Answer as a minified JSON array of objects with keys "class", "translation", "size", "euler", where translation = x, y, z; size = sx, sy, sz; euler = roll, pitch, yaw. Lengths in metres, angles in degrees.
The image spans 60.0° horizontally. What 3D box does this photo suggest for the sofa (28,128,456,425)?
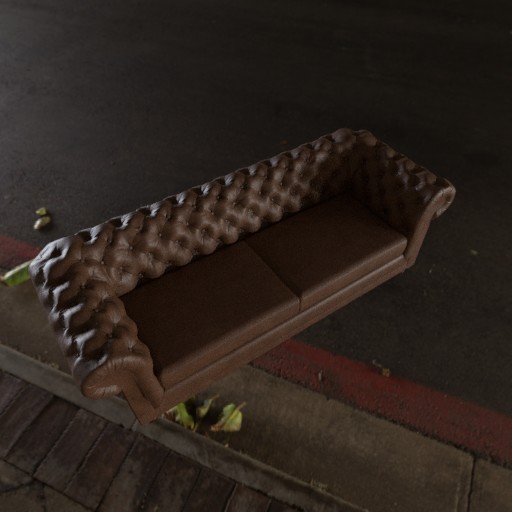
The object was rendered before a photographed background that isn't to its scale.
[{"class":"sofa","translation":[0.000,0.000,2.747],"size":[2.385,0.783,0.944],"euler":[-26,52,-23]}]
